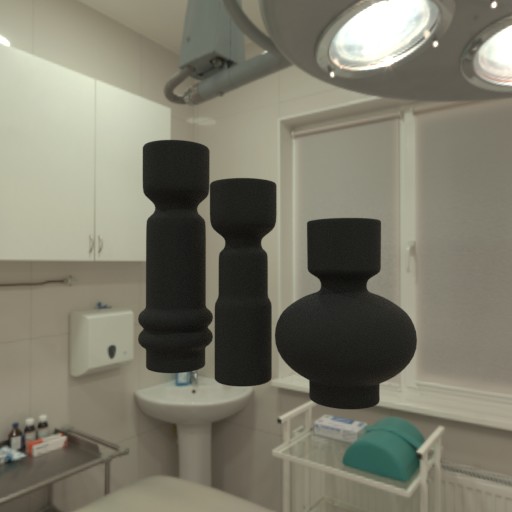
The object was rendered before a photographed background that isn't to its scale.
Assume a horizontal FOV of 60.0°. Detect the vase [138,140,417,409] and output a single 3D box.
[{"bbox_3d":[0.000,0.000,0.440,0.307,0.249,0.120,-1,-1,35],"label":"vase"}]
